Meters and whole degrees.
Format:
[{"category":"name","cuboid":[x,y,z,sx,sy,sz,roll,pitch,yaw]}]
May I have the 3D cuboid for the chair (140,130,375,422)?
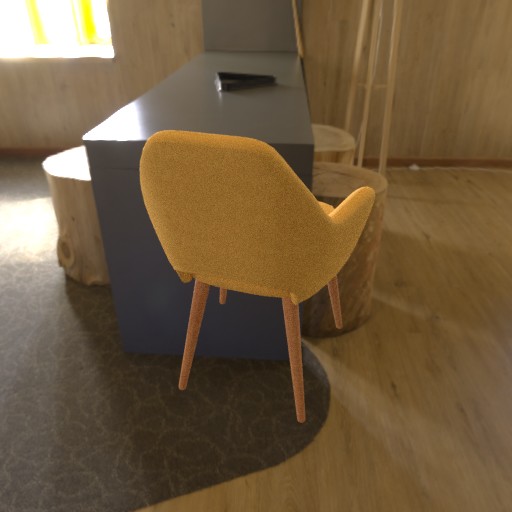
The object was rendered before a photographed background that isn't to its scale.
[{"category":"chair","cuboid":[0.000,0.000,1.244,0.590,0.840,0.610,10,33,16]}]
